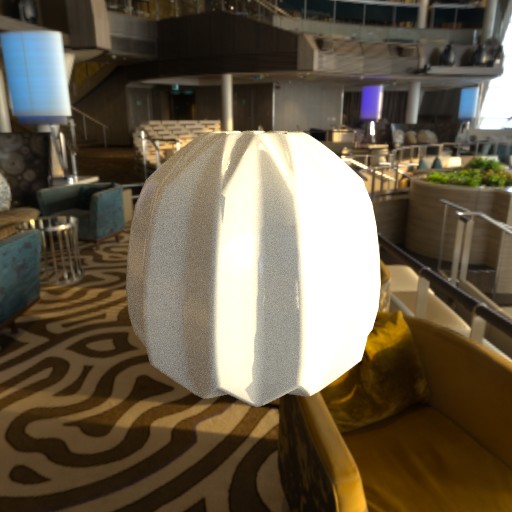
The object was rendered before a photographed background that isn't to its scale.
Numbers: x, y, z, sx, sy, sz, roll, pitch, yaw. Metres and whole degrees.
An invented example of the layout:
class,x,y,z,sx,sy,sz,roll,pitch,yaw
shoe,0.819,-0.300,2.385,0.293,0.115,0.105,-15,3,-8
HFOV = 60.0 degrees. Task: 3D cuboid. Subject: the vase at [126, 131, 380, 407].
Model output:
class,x,y,z,sx,sy,sz,roll,pitch,yaw
vase,0.000,0.000,0.248,0.139,0.134,0.139,0,17,0
